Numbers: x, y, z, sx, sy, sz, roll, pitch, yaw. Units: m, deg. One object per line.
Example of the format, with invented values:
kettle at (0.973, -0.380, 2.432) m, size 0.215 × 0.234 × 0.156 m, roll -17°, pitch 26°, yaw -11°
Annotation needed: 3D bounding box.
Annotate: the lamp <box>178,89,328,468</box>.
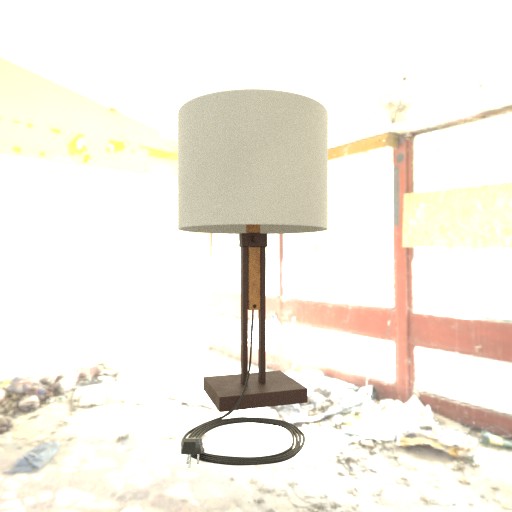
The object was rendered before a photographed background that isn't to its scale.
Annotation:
lamp at (0.000, 0.000, 0.974) m, size 0.396 × 0.668 × 0.525 m, roll 0°, pitch 0°, yaw -18°
